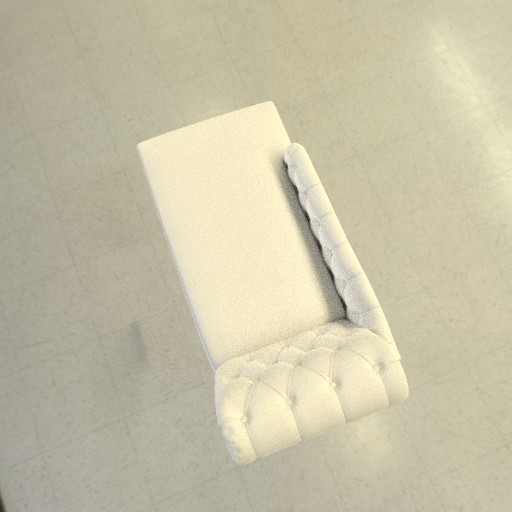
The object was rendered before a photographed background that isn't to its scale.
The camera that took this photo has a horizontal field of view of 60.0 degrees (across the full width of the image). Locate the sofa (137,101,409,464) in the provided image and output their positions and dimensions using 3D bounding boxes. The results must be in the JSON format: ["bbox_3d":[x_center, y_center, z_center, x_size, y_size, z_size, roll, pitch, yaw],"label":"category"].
[{"bbox_3d":[0.000,0.000,1.859,0.675,0.787,1.379,-20,76,-5],"label":"sofa"}]
